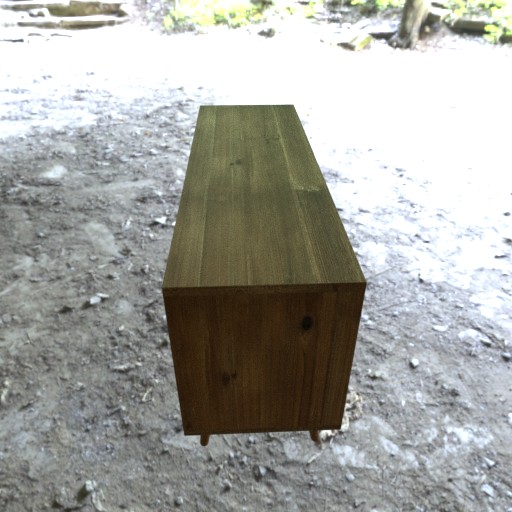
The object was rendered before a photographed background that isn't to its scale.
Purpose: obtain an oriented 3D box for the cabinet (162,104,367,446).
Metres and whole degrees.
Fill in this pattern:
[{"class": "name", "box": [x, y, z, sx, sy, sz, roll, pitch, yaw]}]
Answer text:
[{"class": "cabinet", "box": [0.000, 0.000, 1.770, 0.472, 0.800, 1.400, -1, 34, -2]}]
